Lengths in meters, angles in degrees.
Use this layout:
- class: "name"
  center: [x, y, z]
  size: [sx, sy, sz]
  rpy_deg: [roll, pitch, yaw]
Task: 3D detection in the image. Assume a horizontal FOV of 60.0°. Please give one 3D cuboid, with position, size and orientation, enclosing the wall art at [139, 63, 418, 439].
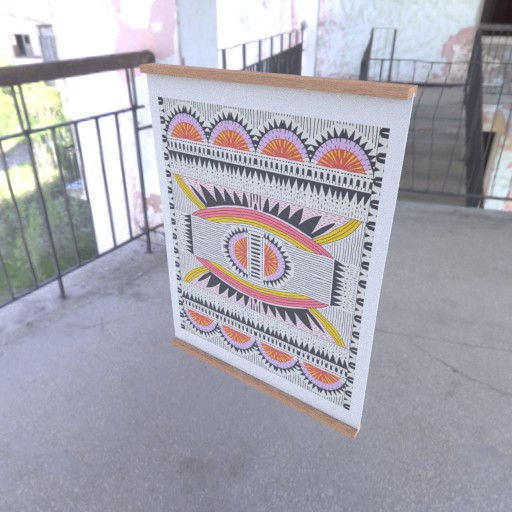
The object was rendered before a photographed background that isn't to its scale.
- class: "wall art"
  center: [0.000, 0.000, 0.687]
  size: [0.403, 0.527, 0.028]
  rpy_deg: [19, 34, 30]
